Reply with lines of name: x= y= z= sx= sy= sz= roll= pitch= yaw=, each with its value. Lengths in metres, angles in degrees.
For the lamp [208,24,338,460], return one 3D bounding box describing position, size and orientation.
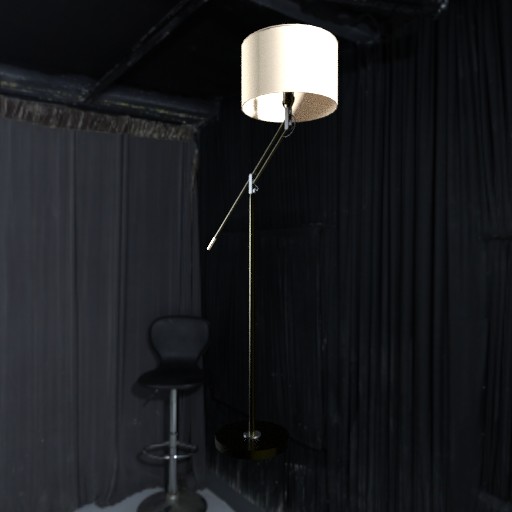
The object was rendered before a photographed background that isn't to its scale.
lamp: x=0.000 y=0.000 z=1.914 sx=0.373 sy=1.635 sz=0.809 roll=-1 pitch=1 yaw=-36
